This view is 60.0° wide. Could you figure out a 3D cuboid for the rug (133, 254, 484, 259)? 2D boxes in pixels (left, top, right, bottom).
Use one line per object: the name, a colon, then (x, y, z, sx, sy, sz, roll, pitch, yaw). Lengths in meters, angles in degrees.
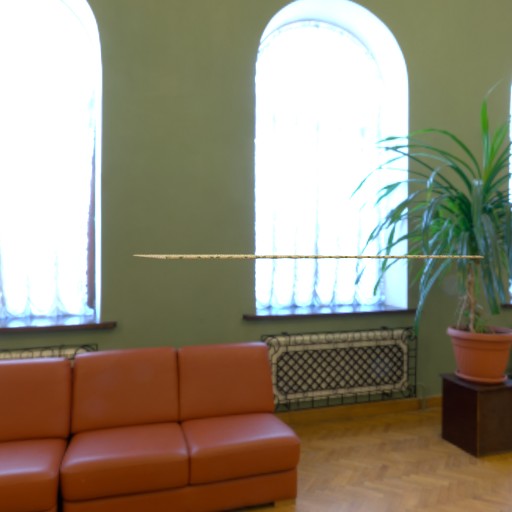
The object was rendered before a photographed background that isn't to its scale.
rug: (0.000, 0.000, 3.056, 1.517, 0.011, 2.435, 0, 0, -18)
